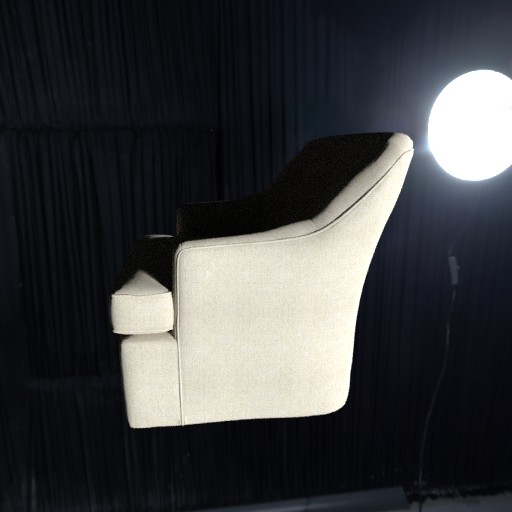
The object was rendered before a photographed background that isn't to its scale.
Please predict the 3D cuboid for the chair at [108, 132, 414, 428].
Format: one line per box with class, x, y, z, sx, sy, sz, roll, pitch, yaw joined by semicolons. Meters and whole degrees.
chair;0.000;0.000;1.590;0.923;0.856;0.864;-2;15;-9
